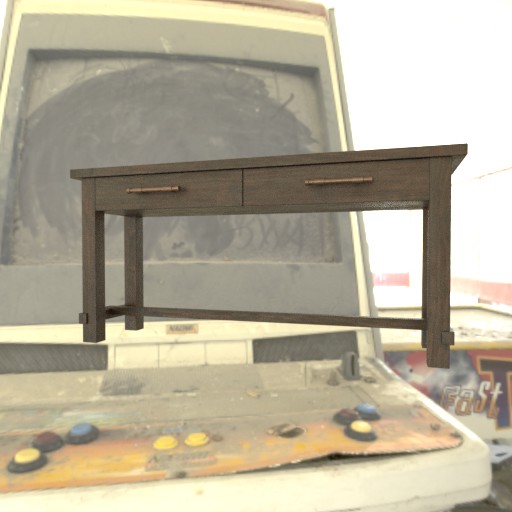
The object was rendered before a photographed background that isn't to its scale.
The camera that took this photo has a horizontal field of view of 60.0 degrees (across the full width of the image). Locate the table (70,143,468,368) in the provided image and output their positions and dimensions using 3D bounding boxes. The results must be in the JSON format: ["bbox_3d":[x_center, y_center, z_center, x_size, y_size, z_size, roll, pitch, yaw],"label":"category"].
[{"bbox_3d":[0.000,0.000,1.899,1.599,0.762,0.442,0,1,17],"label":"table"}]
